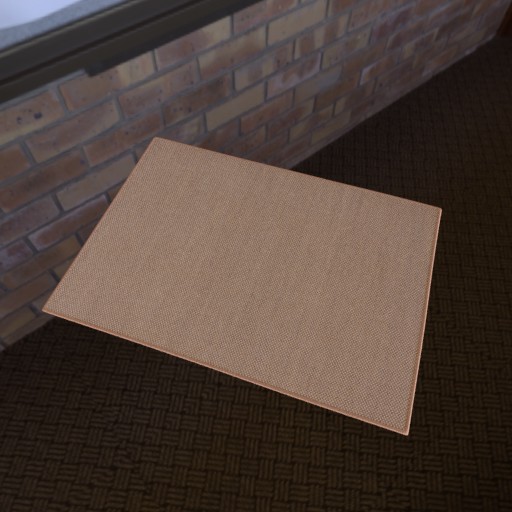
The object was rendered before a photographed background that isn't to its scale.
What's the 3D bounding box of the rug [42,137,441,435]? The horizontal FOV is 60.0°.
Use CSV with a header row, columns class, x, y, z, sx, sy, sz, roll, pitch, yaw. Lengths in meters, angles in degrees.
class,x,y,z,sx,sy,sz,roll,pitch,yaw
rug,0.000,0.000,2.788,2.134,0.013,1.524,16,60,10
